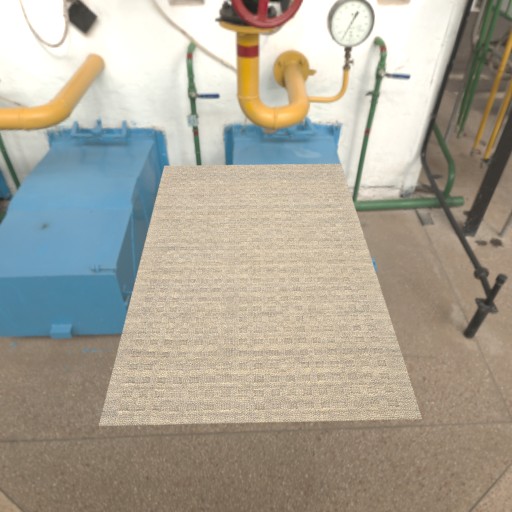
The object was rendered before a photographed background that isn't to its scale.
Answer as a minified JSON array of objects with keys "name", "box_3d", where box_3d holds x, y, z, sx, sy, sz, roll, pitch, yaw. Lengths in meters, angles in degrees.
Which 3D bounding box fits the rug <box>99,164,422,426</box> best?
[{"name":"rug","box_3d":[0.000,0.000,2.216,1.142,0.006,1.752,-1,42,-1]}]
